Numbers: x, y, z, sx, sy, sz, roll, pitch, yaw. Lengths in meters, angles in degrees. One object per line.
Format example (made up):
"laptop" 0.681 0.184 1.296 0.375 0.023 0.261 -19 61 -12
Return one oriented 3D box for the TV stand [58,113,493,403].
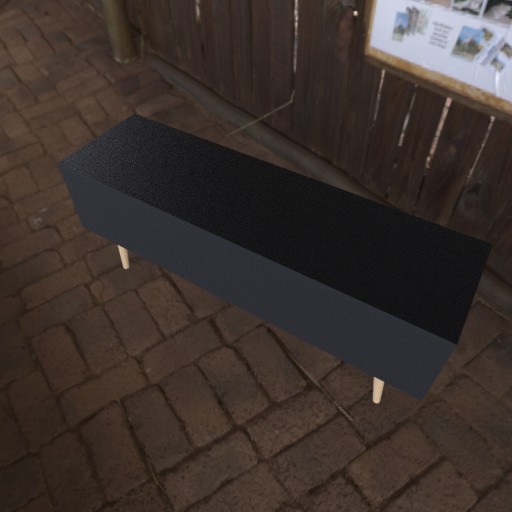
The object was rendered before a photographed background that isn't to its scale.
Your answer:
"TV stand" 0.000 0.000 1.537 1.312 0.518 0.390 25 52 21
